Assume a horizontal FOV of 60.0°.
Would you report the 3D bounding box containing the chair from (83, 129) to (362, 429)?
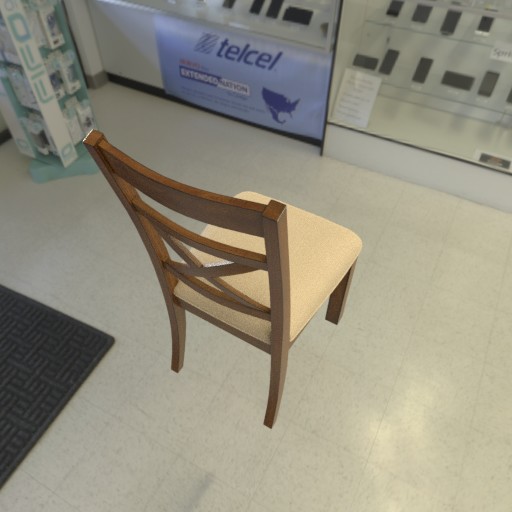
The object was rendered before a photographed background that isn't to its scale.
[{"bbox_3d":[0.000,0.000,1.246,0.461,0.949,0.581,24,53,20],"label":"chair"}]
